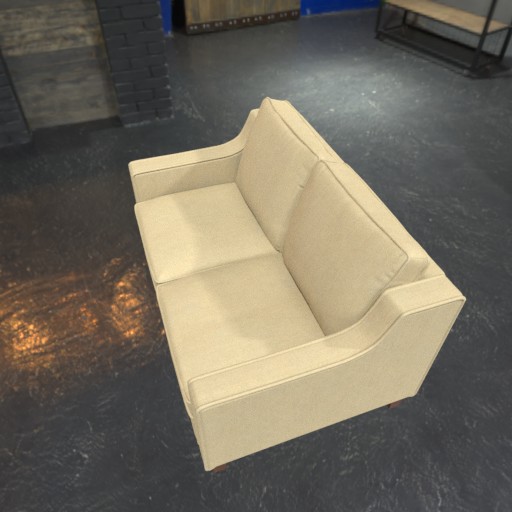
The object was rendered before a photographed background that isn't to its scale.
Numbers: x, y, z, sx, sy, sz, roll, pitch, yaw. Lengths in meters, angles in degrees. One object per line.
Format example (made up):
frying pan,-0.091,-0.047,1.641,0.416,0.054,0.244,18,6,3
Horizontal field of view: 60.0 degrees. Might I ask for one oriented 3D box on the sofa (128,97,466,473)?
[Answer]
sofa,0.000,0.000,2.112,0.987,0.971,1.501,-14,46,-14
